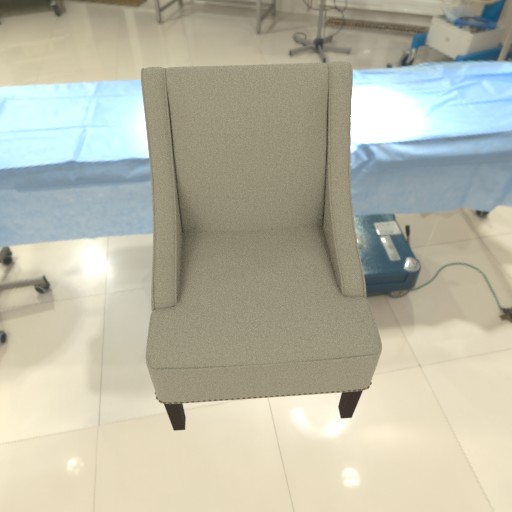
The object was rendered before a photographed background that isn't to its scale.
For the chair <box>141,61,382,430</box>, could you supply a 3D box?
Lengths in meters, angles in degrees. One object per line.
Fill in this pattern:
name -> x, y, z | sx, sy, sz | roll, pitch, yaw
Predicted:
chair -> 0.000, 0.000, 1.336 | 0.610, 0.864, 0.737 | -3, 46, -3
